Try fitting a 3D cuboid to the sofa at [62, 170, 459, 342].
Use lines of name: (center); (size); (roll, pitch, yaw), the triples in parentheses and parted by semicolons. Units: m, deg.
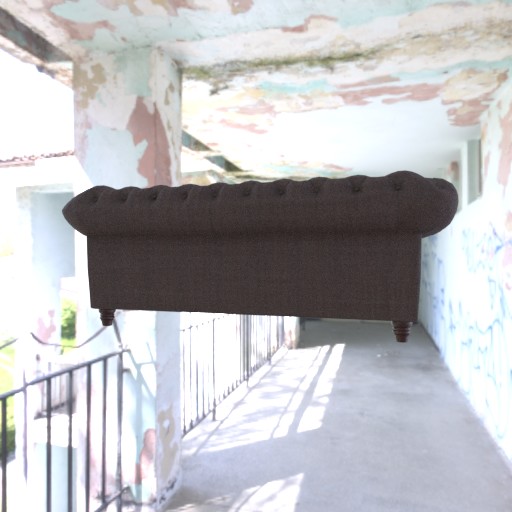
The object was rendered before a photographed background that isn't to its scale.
sofa: (0.000, 0.000, 2.541); (2.048, 0.780, 0.944); (0, 0, 17)
